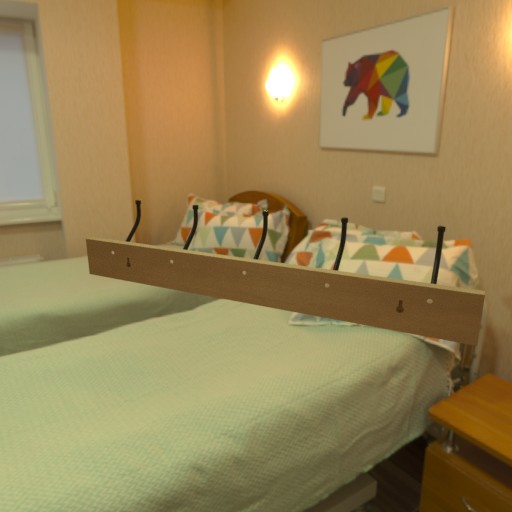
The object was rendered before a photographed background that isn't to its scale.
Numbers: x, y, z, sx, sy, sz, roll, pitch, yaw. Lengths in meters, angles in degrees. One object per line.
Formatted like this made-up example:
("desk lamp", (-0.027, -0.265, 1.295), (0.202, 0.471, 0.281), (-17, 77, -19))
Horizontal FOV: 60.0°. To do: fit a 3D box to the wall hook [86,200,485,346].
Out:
("wall hook", (0.000, 0.000, 0.619), (0.571, 0.117, 0.071), (8, 18, 25))
